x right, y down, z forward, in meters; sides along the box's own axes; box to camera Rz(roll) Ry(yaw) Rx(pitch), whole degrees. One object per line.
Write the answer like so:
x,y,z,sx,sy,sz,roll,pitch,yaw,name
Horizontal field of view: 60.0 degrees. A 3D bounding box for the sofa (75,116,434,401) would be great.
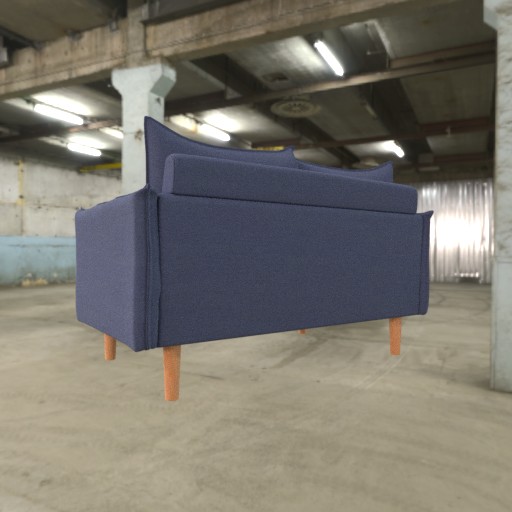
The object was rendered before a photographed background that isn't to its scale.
0.000,0.000,1.845,1.300,0.840,0.820,0,0,-35,sofa
